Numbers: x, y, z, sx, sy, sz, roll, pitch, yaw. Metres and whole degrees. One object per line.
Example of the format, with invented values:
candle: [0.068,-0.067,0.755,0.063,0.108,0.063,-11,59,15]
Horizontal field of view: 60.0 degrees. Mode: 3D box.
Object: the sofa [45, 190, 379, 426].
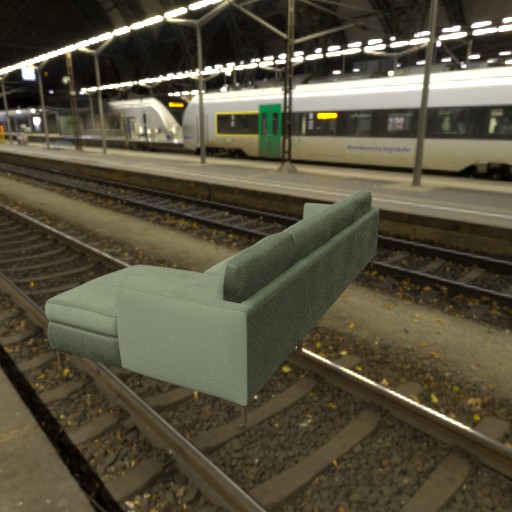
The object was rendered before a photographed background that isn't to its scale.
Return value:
sofa: [0.000,0.000,3.302,1.255,0.756,2.725,8,18,25]
